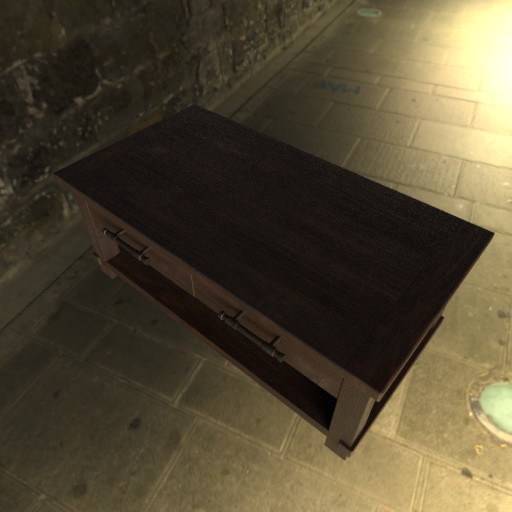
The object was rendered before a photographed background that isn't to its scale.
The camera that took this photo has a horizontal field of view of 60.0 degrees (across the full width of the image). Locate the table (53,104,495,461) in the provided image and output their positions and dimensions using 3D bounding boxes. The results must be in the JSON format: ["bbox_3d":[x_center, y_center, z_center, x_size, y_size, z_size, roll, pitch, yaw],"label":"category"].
[{"bbox_3d":[0.000,0.000,1.586,1.270,0.494,0.700,31,53,27],"label":"table"}]
